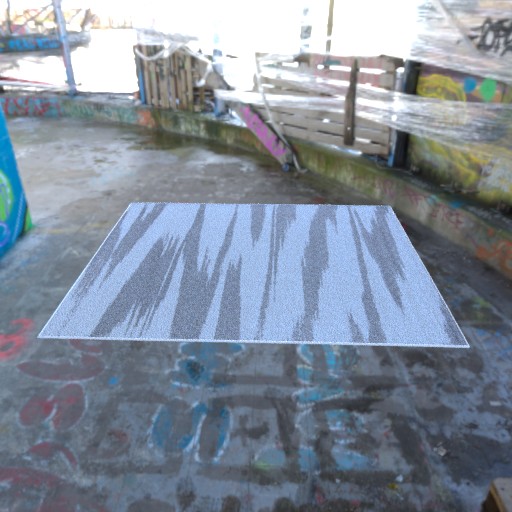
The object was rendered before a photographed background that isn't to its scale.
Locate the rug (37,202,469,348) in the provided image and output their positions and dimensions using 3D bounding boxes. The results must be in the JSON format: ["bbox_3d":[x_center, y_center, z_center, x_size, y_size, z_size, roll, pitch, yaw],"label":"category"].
[{"bbox_3d":[0.000,0.000,4.017,2.945,0.014,2.353,1,30,2],"label":"rug"}]
